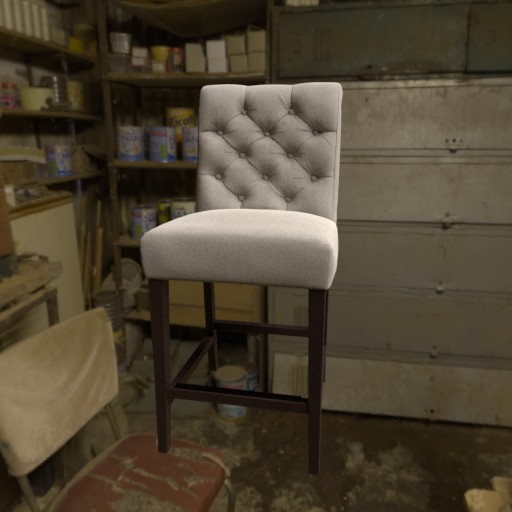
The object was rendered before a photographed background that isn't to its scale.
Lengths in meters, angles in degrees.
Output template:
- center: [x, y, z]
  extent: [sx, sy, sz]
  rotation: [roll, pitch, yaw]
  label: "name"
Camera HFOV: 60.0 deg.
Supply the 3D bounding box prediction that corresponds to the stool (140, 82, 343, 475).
- center: [0.000, 0.000, 1.356]
  extent: [0.493, 1.040, 0.601]
  rotation: [3, 15, 11]
  label: "stool"
